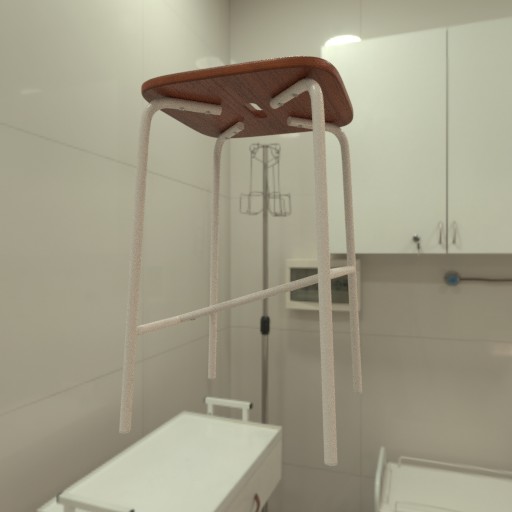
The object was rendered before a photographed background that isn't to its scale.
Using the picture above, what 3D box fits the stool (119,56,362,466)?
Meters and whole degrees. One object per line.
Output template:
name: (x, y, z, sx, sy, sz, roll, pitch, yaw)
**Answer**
stool: (0.000, 0.000, 0.879, 0.376, 0.610, 0.376, 0, 0, 19)
